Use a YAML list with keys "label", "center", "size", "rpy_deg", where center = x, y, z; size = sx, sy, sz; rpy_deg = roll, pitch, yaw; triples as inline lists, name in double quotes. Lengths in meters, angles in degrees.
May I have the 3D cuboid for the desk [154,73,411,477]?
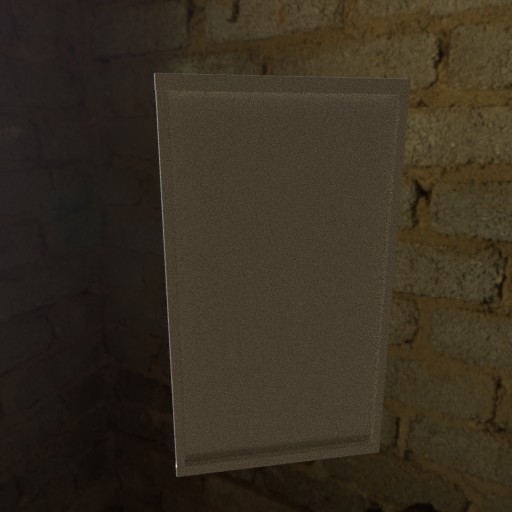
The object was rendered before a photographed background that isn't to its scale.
- label: "desk"
  center: [0.000, 0.000, 1.060]
  size: [0.404, 0.730, 0.600]
  rpy_deg: [-3, 15, -9]
